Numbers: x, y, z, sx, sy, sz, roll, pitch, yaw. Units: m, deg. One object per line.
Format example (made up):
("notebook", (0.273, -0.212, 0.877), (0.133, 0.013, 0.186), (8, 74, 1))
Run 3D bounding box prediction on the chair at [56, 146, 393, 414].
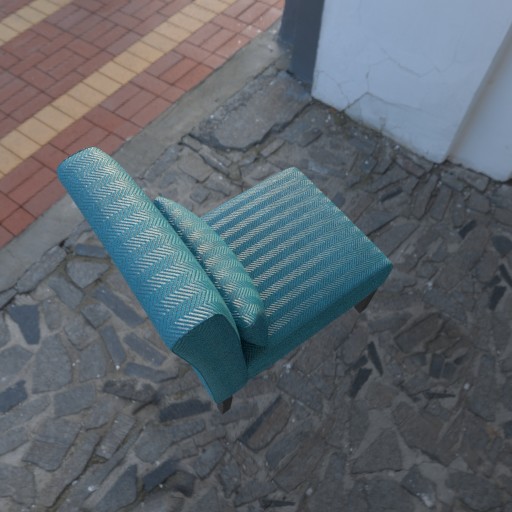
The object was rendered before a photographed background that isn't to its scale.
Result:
("chair", (0.000, 0.000, 1.455), (0.808, 0.927, 0.579), (-32, 65, -17))
